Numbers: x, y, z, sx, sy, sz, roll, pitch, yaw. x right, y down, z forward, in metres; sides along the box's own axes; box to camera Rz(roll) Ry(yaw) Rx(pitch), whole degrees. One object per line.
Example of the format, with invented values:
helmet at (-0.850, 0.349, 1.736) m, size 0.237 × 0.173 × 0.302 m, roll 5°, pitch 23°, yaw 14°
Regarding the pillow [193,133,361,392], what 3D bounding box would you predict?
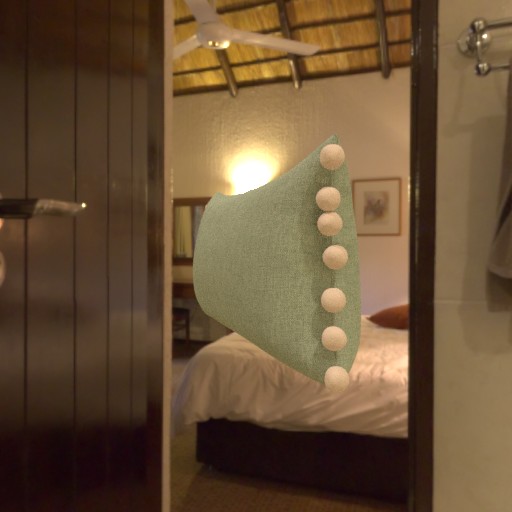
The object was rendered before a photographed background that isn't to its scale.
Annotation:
pillow at (0.000, 0.000, 0.829) m, size 0.201 × 0.322 × 0.709 m, roll 0°, pitch 0°, yaw -18°
